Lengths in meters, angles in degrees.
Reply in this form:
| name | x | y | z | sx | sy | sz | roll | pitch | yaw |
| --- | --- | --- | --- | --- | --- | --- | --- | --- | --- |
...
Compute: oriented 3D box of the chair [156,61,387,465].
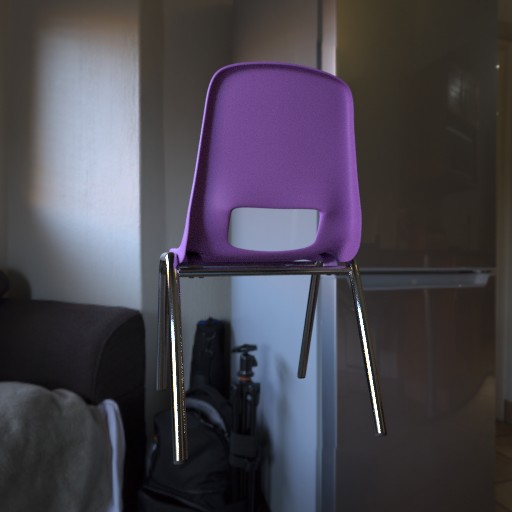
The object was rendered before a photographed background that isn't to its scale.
| name | x | y | z | sx | sy | sz | roll | pitch | yaw |
| --- | --- | --- | --- | --- | --- | --- | --- | --- | --- |
| chair | 0.000 | 0.000 | 0.702 | 0.291 | 0.493 | 0.301 | 0 | 1 | -17 |
